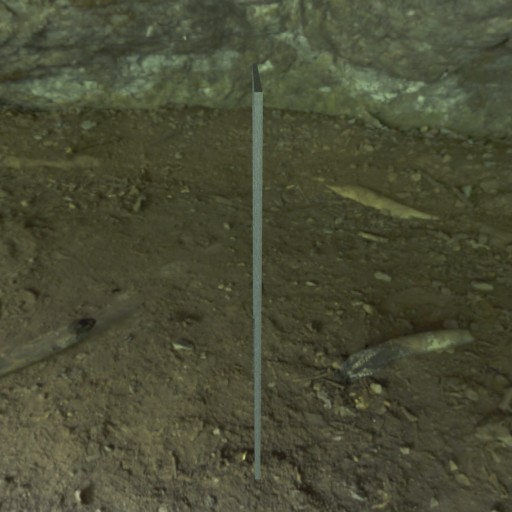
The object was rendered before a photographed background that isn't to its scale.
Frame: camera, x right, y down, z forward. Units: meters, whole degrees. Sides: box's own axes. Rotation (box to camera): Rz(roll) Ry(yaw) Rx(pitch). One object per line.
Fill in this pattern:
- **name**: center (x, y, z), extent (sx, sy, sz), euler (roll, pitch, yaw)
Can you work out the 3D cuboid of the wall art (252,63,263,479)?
- **wall art**: center (0.000, 0.000, 1.461), extent (0.016, 1.116, 0.810), euler (0, 27, -1)
